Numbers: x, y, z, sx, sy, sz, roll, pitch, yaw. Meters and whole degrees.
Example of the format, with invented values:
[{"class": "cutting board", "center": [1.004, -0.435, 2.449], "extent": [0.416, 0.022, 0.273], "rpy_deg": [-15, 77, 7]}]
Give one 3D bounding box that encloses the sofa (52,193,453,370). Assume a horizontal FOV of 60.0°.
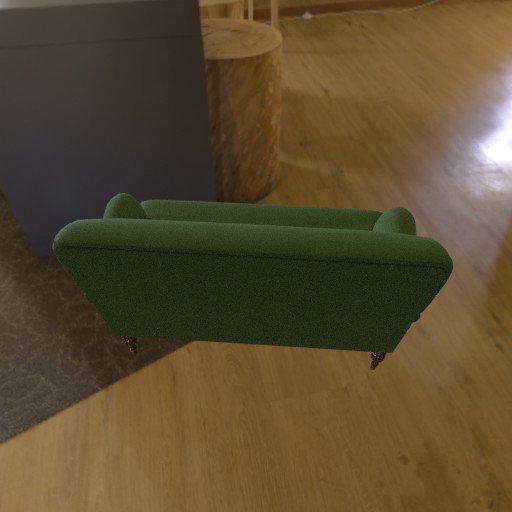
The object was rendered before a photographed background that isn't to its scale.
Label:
[{"class": "sofa", "center": [0.000, 0.000, 1.842], "extent": [1.297, 0.889, 0.779], "rpy_deg": [3, 48, 3]}]
